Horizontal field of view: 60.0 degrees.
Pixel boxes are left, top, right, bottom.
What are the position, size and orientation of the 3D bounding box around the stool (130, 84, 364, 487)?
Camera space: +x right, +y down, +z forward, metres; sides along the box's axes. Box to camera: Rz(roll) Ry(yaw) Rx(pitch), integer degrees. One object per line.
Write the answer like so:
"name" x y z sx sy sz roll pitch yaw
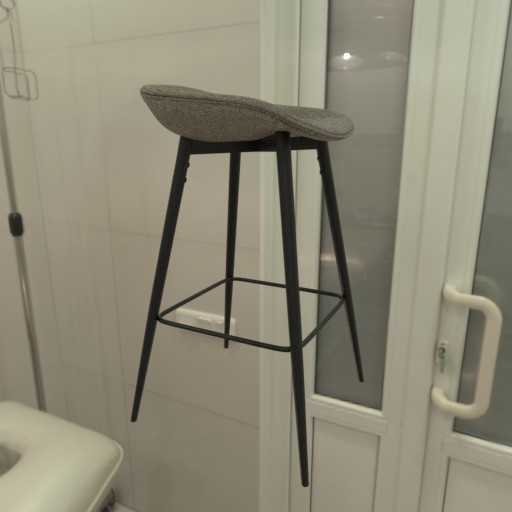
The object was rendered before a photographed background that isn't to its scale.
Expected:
"stool" 0.000 0.000 1.110 0.480 0.814 0.469 8 17 26
